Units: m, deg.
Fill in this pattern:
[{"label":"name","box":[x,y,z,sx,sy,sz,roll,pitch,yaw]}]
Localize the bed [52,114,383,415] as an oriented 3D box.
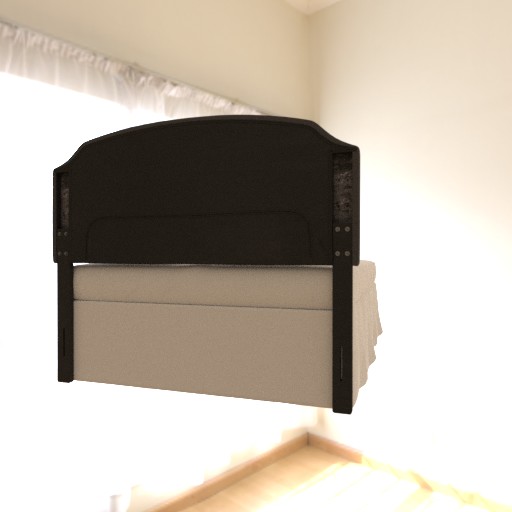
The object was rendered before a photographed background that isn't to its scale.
[{"label":"bed","box":[0.000,0.000,2.952,1.558,1.270,1.999,0,0,18]}]
